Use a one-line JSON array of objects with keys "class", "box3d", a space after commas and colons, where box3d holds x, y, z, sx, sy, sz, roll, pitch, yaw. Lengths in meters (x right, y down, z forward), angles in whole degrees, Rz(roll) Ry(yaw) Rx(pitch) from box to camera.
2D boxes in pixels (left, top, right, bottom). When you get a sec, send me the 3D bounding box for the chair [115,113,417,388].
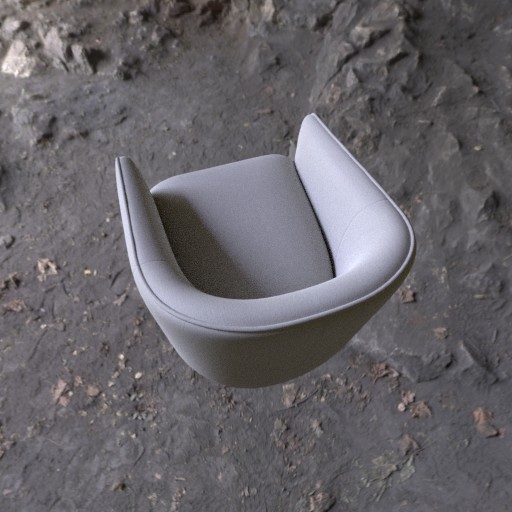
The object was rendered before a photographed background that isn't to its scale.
[{"class": "chair", "box3d": [0.000, 0.000, 1.441, 0.747, 0.799, 0.875, -16, 58, -10]}]
